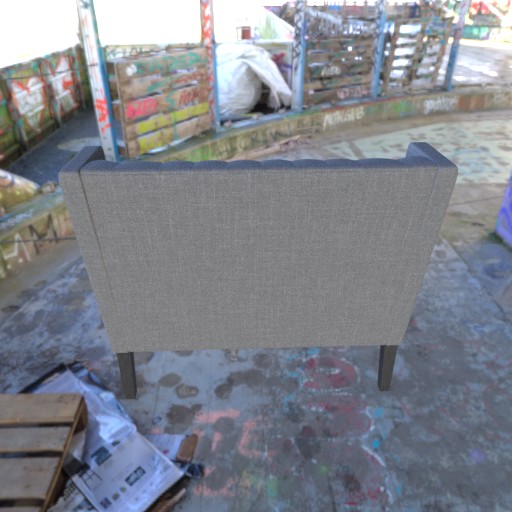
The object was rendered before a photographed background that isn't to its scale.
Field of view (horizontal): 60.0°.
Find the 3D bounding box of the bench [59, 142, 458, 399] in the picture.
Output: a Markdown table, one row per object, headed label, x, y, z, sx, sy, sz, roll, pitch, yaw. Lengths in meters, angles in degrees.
| label | x | y | z | sx | sy | sz | roll | pitch | yaw |
| --- | --- | --- | --- | --- | --- | --- | --- | --- | --- |
| bench | 0.000 | 0.000 | 2.018 | 1.276 | 1.121 | 0.842 | -1 | 31 | -2 |
